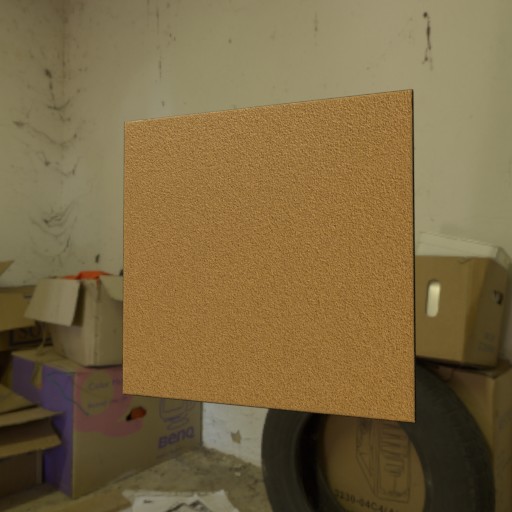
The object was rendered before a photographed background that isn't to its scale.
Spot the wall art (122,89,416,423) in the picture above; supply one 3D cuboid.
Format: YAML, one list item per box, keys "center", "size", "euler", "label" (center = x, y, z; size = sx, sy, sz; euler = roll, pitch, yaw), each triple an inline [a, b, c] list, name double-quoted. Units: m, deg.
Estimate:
- center: [0.000, 0.000, 0.676]
  size: [0.456, 0.453, 0.022]
  euler: [0, -1, 17]
  label: "wall art"
